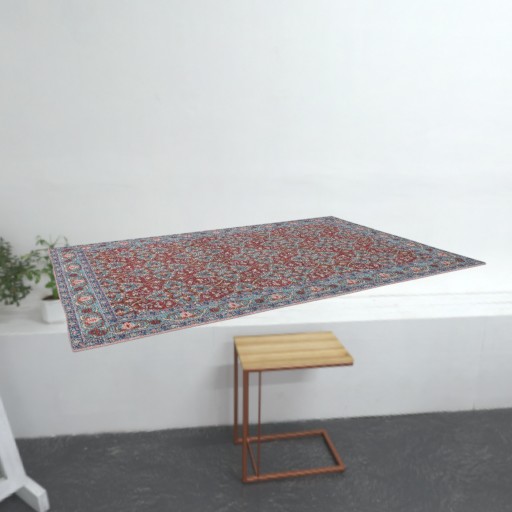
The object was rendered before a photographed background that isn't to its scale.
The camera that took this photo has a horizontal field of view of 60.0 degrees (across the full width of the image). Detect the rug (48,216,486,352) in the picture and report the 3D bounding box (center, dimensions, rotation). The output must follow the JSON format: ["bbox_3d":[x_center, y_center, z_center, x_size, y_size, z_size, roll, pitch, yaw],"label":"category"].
[{"bbox_3d":[0.000,0.000,2.205,1.829,0.009,1.219,-9,19,-26],"label":"rug"}]
